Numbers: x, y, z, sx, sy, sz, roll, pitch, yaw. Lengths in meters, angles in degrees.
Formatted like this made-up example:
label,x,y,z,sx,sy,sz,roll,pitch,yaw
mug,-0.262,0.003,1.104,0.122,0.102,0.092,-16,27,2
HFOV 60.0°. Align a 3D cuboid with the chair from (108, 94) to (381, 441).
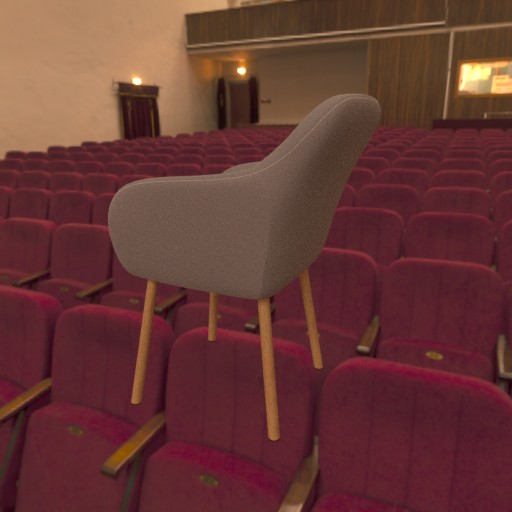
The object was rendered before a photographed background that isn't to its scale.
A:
label,x,y,z,sx,sy,sz,roll,pitch,yaw
chair,0.000,0.000,1.236,0.590,0.830,0.570,7,18,24
